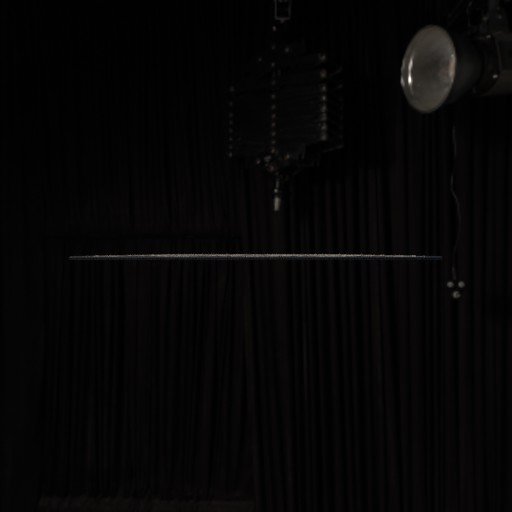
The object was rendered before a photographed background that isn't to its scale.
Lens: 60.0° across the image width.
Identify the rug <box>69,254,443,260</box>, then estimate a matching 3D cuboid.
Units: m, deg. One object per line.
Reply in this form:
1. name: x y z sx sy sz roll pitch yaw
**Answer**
1. rug: 0.000 0.000 2.932 1.528 0.014 2.294 0 0 0
